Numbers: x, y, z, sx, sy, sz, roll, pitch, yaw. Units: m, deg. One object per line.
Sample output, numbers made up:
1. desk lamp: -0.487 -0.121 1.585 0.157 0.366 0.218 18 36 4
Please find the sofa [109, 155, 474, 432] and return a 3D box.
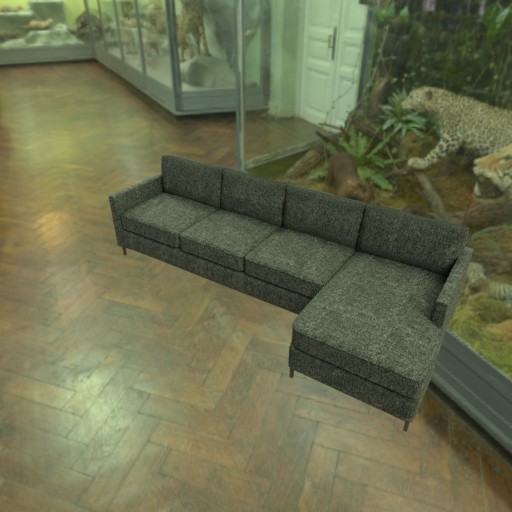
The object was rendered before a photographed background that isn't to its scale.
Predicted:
1. sofa: 0.000 0.000 4.003 3.384 0.970 1.488 19 36 28
